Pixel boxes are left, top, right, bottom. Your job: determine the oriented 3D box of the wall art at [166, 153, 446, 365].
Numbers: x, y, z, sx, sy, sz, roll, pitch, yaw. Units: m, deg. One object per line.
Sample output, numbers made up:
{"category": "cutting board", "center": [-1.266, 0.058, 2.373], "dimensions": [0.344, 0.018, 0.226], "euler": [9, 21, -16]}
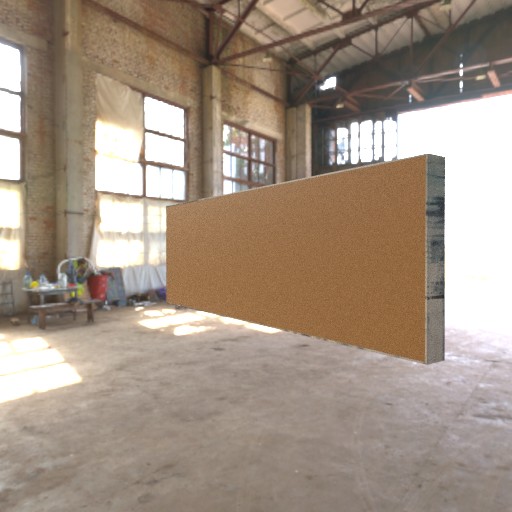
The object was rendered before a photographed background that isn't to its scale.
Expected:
{"category": "wall art", "center": [0.000, 0.000, 0.844], "dimensions": [0.037, 0.251, 0.759], "euler": [0, 1, -35]}
